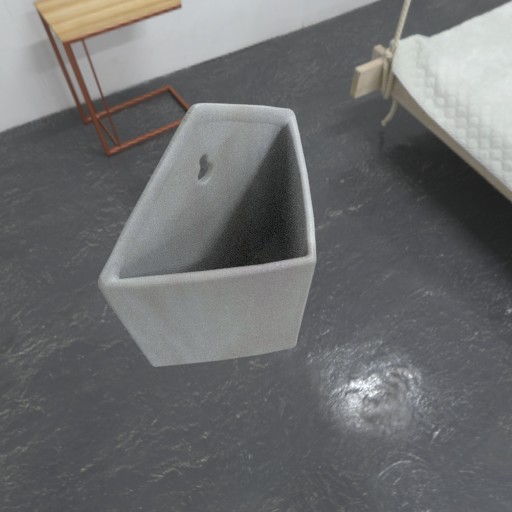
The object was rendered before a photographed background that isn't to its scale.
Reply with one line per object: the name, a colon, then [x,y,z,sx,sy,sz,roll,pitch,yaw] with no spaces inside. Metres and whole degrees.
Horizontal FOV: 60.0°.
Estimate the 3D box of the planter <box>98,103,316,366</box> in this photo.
planter: [0.000,0.000,0.275,0.080,0.194,0.163,35,66,19]
